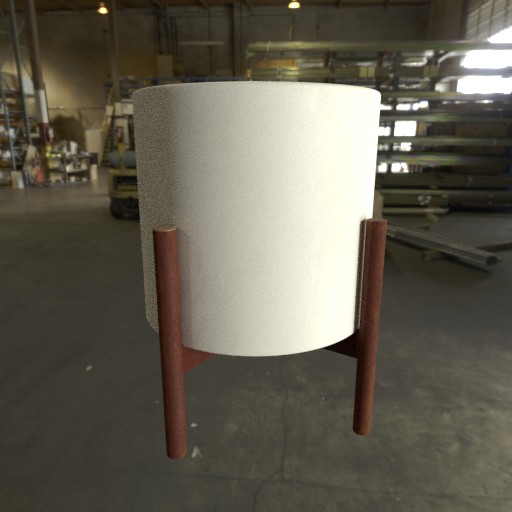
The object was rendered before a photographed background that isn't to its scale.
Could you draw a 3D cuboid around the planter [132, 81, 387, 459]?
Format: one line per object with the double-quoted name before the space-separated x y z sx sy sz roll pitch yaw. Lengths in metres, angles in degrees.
"planter" 0.000 0.000 0.848 0.420 0.581 0.421 -2 16 -7
